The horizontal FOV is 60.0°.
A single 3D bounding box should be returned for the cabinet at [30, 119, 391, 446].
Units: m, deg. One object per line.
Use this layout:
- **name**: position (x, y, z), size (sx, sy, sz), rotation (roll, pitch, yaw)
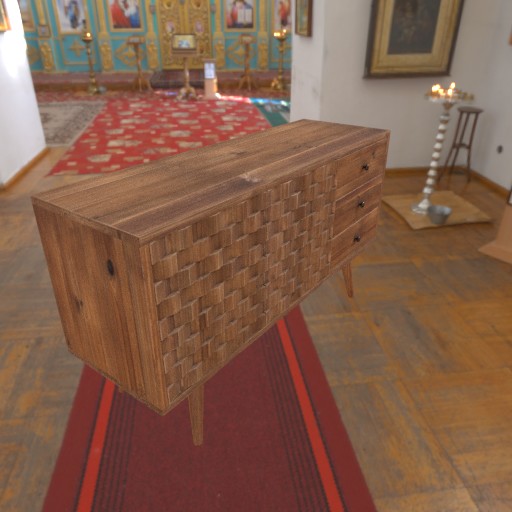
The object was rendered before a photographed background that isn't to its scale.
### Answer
- **cabinet**: position (0.000, 0.000, 1.748), size (0.472, 0.800, 1.400), rotation (19, 33, 32)
